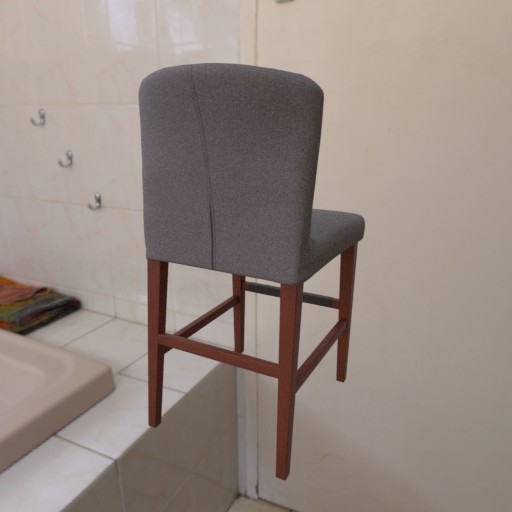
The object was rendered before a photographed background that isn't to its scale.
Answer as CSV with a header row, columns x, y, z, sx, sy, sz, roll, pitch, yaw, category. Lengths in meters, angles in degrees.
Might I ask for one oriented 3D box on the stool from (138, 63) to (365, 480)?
x,y,z,sx,sy,sz,roll,pitch,yaw,category
0.000,0.000,1.273,0.481,0.968,0.568,9,19,27,stool
